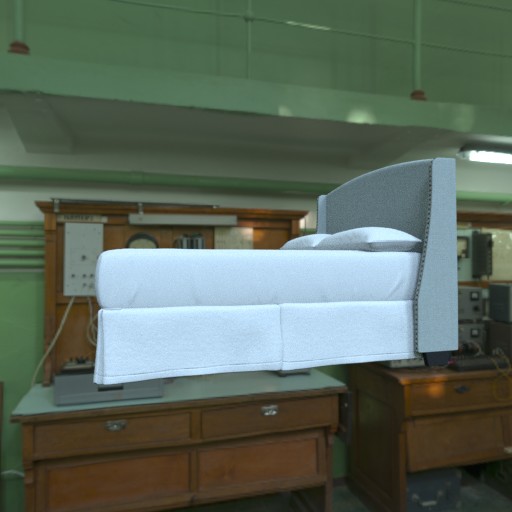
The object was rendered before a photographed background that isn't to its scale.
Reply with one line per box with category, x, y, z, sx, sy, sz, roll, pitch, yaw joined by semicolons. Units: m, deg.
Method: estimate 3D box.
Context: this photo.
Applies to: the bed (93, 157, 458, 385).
bed;0.000;0.000;3.341;2.237;1.407;1.710;0;-1;-17
